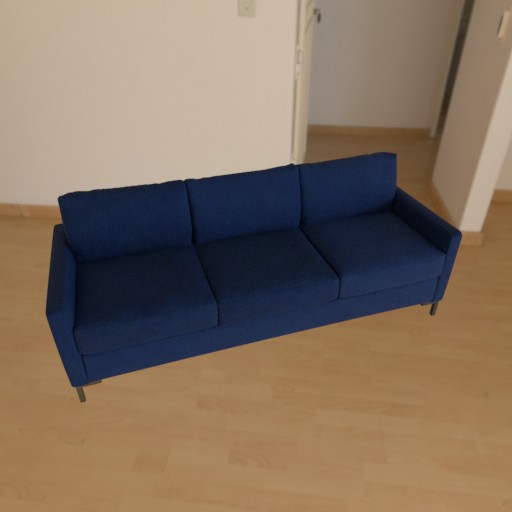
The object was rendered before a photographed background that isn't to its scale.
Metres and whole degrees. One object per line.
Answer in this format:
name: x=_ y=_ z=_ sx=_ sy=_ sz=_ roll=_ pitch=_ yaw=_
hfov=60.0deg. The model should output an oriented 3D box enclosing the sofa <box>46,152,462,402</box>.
sofa: x=0.000 y=0.000 z=2.655 sx=2.252 sy=0.879 sz=0.875 roll=-10 pitch=35 yaw=-15
